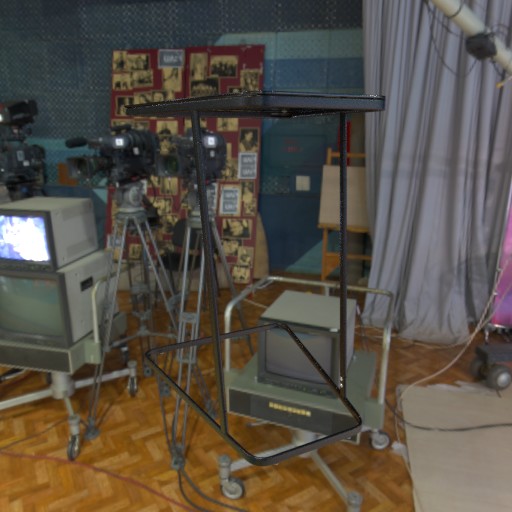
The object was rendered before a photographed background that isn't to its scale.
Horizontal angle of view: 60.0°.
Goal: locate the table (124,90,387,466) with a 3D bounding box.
[{"bbox_3d":[0.000,0.000,0.952,0.427,0.624,0.500,-8,17,-25],"label":"table"}]
